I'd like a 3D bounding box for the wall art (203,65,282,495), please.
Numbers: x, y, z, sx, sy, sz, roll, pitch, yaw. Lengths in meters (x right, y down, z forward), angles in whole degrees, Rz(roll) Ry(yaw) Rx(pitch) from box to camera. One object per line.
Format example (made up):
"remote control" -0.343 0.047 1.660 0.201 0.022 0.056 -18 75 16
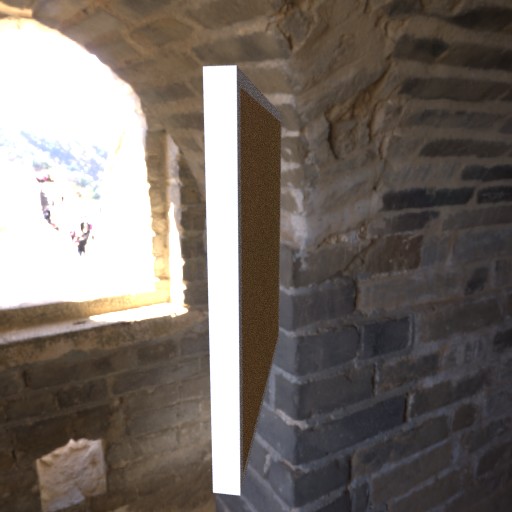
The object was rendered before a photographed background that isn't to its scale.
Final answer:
"wall art" 0.000 0.000 0.752 0.035 0.507 0.508 2 12 8
